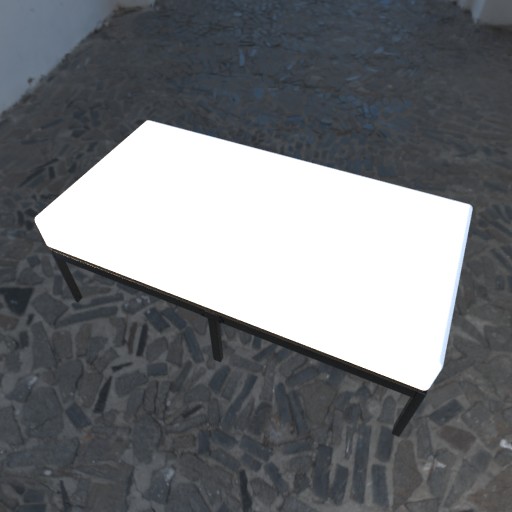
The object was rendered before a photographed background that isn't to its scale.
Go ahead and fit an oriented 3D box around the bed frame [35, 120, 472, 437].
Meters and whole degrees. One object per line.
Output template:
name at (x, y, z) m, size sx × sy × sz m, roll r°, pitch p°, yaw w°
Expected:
bed frame at (0.000, 0.000, 2.430) m, size 1.950 × 0.659 × 1.023 m, roll 19°, pitch 50°, yaw 16°
